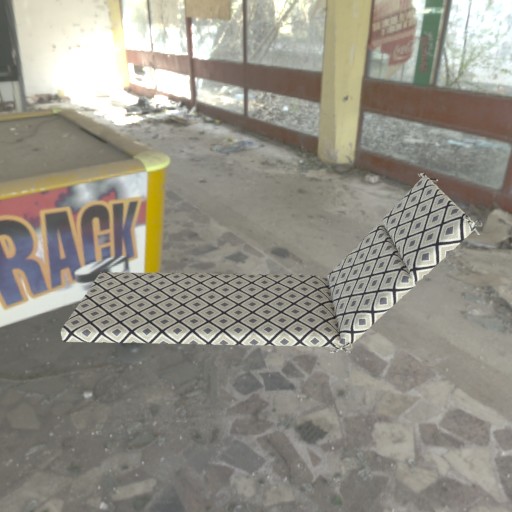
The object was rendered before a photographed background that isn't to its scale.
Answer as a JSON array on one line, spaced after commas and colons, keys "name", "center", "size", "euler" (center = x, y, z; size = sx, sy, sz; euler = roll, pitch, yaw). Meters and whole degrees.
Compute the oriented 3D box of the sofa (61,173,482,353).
[{"name": "sofa", "center": [0.000, 0.000, 1.971], "size": [1.663, 0.622, 0.582], "euler": [1, 28, 1]}]
